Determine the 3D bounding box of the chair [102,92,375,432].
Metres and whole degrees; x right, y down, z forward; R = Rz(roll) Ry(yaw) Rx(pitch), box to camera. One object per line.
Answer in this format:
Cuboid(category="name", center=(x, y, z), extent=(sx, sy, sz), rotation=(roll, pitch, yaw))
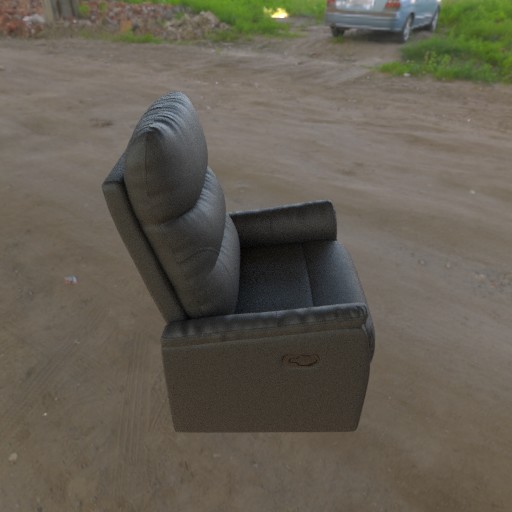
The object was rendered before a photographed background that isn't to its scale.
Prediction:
Cuboid(category="chair", center=(0.000, 0.000, 1.618), extent=(0.831, 1.082, 0.775), rotation=(0, 33, 0))
